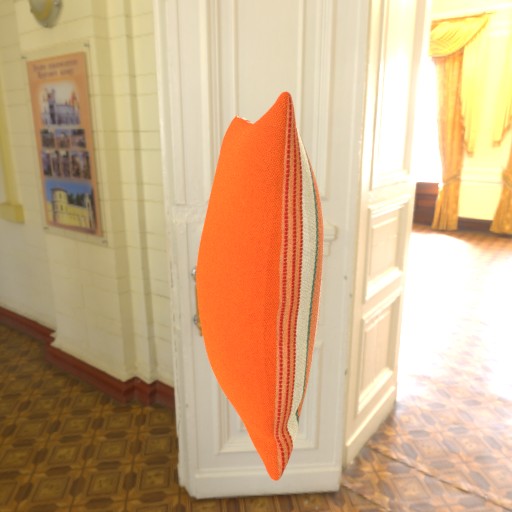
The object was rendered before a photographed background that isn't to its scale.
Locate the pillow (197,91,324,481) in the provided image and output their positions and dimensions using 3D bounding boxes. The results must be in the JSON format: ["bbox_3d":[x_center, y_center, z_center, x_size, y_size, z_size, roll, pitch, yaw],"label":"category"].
[{"bbox_3d":[0.000,0.000,0.678,0.182,0.441,0.440,-2,16,-8],"label":"pillow"}]
